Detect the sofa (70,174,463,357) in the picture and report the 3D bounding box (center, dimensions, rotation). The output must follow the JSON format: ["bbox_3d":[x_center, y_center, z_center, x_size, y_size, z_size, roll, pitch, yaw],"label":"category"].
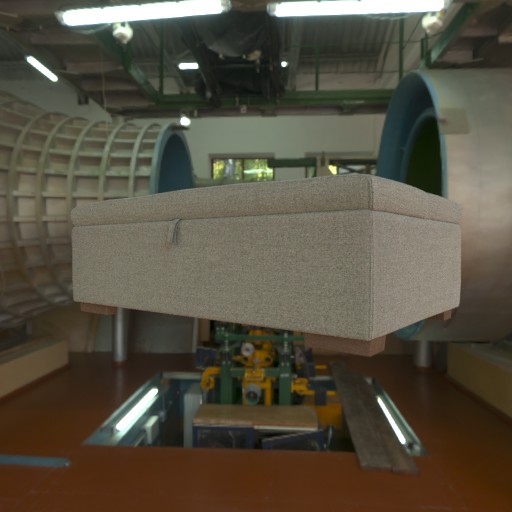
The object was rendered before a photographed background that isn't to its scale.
[{"bbox_3d":[0.000,0.000,1.636,1.250,0.434,0.817,1,1,38],"label":"sofa"}]
